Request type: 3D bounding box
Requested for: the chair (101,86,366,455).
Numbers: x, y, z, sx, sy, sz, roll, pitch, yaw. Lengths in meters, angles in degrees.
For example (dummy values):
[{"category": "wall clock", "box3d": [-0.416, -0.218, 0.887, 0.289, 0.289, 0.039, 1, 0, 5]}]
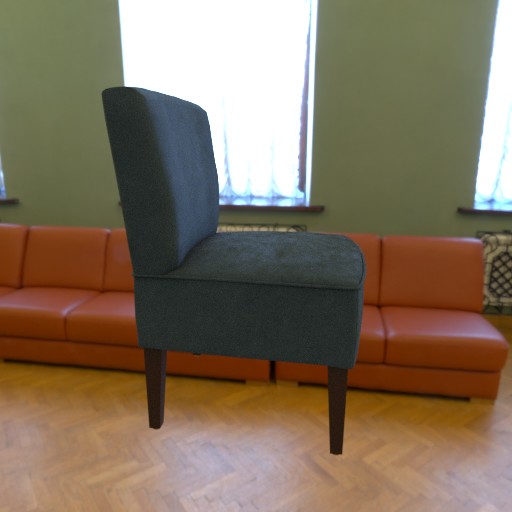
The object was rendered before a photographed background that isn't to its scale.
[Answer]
[{"category": "chair", "box3d": [0.000, 0.000, 1.158, 0.551, 0.806, 0.521, 2, 15, 8]}]
